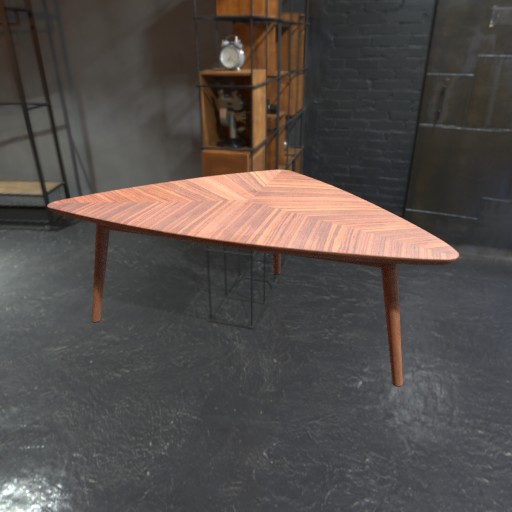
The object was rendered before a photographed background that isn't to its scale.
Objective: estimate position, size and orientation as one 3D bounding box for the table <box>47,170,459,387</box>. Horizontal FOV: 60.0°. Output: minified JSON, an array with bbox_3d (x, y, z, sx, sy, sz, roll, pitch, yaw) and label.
[{"bbox_3d":[0.000,0.000,1.302,1.008,0.365,0.601,8,27,16],"label":"table"}]
